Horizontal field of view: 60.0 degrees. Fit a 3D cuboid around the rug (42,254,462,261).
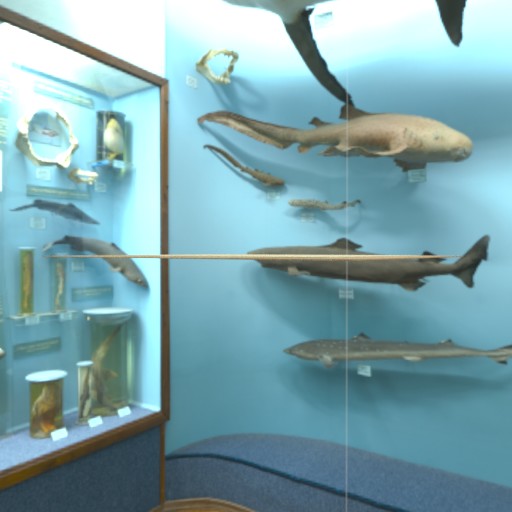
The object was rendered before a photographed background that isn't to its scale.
[{"bbox_3d":[0.000,0.000,4.106,3.048,0.014,2.438,0,1,37],"label":"rug"}]
